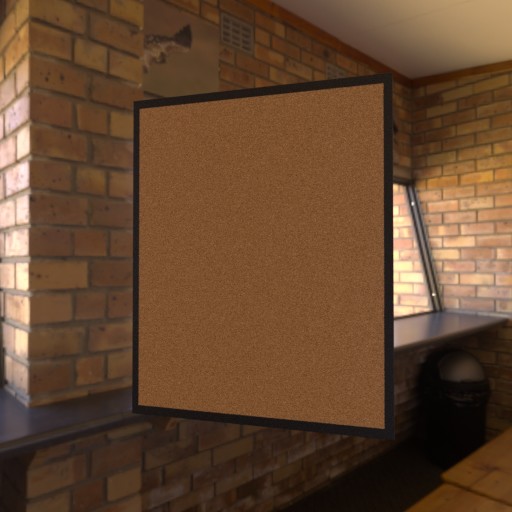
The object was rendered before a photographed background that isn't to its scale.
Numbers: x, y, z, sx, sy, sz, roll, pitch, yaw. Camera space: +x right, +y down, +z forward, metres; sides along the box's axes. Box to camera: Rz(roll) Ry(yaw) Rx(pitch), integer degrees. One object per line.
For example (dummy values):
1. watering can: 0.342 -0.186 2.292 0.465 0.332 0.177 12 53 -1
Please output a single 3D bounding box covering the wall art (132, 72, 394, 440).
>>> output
1. wall art: 0.000 0.000 0.498 0.294 0.369 0.030 0 -1 16
